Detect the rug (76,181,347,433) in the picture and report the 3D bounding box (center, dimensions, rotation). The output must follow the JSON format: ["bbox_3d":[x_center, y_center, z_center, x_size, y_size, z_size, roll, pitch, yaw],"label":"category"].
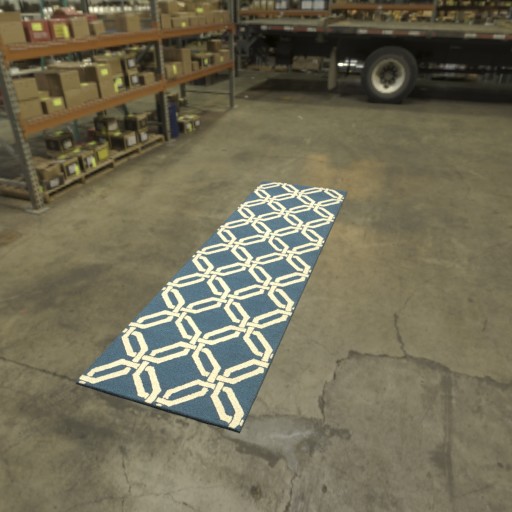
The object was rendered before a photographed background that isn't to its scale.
[{"bbox_3d":[0.000,0.000,2.528,0.678,0.014,2.276,10,32,16],"label":"rug"}]
